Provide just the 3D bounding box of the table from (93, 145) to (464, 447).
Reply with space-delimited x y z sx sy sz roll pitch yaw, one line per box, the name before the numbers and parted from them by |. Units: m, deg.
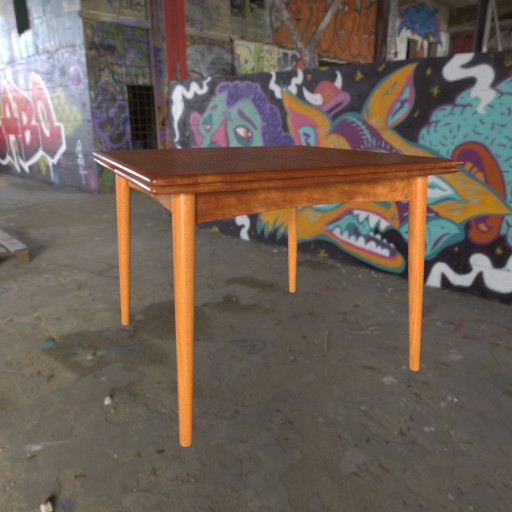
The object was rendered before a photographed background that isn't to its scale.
table | 0.000 0.000 1.688 0.991 0.754 0.991 -8 19 -25
